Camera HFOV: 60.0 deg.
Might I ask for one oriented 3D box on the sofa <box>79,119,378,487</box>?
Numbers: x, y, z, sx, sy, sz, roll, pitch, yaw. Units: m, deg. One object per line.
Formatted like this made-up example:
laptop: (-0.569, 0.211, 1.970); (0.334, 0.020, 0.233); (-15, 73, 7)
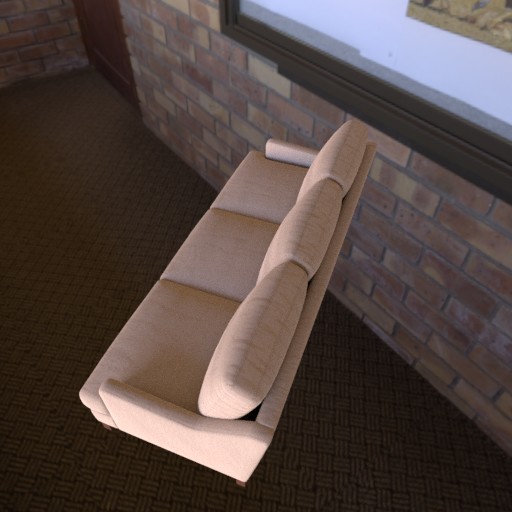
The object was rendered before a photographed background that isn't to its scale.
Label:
sofa: (0.000, 0.000, 2.750); (1.000, 0.913, 2.321); (16, 48, 15)
